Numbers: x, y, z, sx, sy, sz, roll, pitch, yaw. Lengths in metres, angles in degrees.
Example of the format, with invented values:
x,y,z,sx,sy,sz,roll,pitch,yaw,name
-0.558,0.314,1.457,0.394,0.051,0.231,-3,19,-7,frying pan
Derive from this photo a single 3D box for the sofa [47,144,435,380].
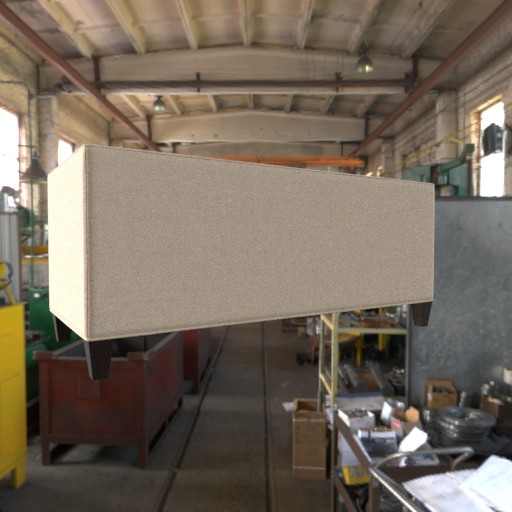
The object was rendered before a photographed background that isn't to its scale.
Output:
x,y,z,sx,sy,sz,roll,pitch,yaw,name
0.000,0.000,2.197,1.778,0.762,0.775,-1,2,-33,sofa
